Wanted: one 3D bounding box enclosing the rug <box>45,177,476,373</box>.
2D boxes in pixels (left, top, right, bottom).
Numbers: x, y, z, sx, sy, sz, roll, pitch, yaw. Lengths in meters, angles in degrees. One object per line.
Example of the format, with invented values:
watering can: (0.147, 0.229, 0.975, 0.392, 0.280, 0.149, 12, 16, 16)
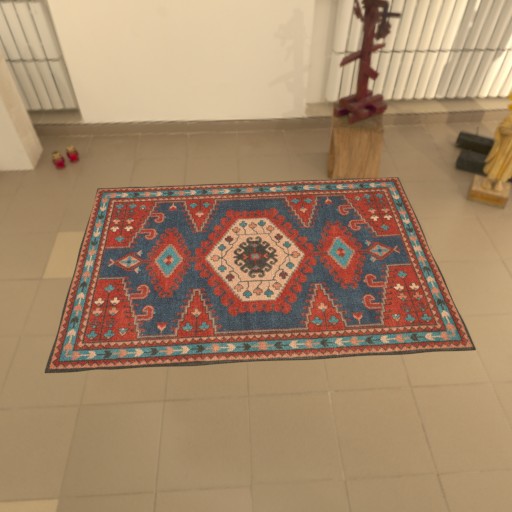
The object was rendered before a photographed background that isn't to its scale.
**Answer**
rug: (0.000, 0.000, 2.264, 1.820, 0.012, 1.207, -3, 47, -2)
